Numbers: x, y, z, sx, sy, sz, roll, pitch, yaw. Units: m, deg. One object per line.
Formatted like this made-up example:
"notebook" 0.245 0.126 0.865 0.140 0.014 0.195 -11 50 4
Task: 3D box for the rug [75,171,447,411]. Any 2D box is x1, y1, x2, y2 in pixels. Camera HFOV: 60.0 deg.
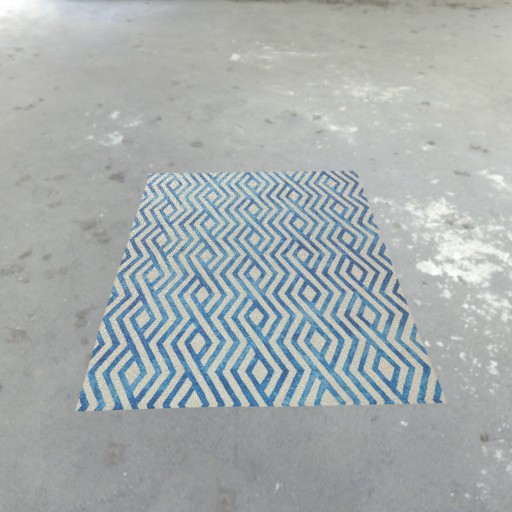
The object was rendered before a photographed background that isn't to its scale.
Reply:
"rug" 0.000 0.000 4.074 2.453 0.008 3.059 -1 40 -1
